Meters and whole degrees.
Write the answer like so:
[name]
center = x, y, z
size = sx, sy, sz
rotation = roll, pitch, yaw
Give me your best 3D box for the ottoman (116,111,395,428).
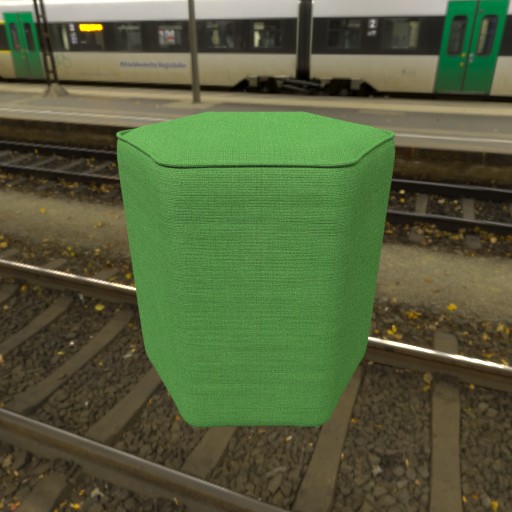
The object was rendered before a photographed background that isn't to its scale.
[ottoman]
center = 0.000, 0.000, 0.888
size = 0.499, 0.507, 0.444
rotation = 0, 26, 0
